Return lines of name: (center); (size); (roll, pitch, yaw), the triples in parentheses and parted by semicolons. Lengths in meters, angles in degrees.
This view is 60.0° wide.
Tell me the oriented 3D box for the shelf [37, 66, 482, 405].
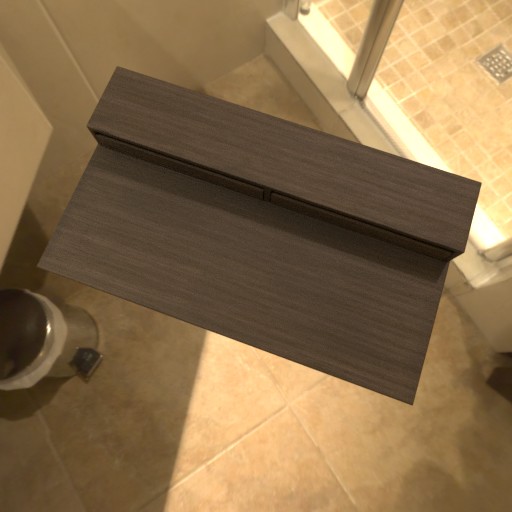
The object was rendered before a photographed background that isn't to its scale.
shelf: (0.000, 0.000, 1.715); (1.212, 0.865, 0.685); (19, 76, 5)
